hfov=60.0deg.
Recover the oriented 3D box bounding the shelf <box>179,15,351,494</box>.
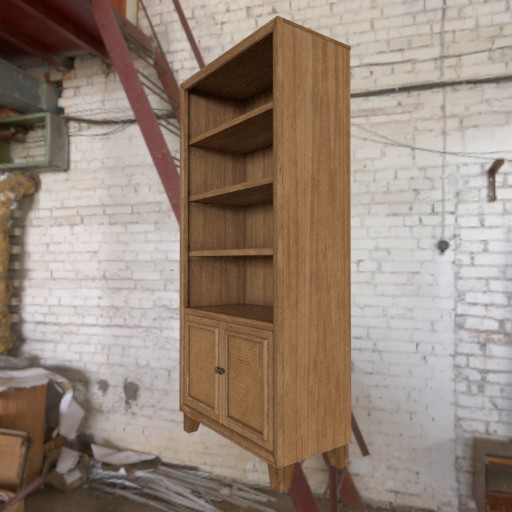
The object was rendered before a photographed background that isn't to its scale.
[{"bbox_3d":[0.000,0.000,2.249,0.453,1.930,0.864,1,-1,-36],"label":"shelf"}]
